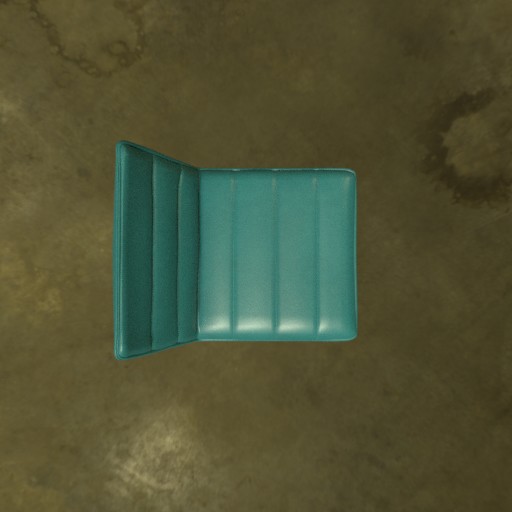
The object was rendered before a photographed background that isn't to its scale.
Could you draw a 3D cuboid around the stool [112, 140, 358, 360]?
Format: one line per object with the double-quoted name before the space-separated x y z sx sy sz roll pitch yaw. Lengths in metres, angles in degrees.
"stool" 0.000 0.000 1.189 0.524 0.866 0.489 0 88 0
